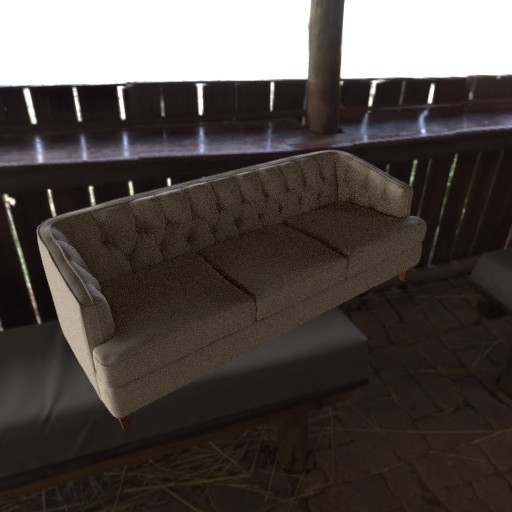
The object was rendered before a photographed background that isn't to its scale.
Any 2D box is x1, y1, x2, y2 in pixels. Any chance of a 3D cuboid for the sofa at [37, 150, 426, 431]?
[{"bbox_3d":[0.000,0.000,2.696,2.235,0.788,0.913,-21,36,-32],"label":"sofa"}]
